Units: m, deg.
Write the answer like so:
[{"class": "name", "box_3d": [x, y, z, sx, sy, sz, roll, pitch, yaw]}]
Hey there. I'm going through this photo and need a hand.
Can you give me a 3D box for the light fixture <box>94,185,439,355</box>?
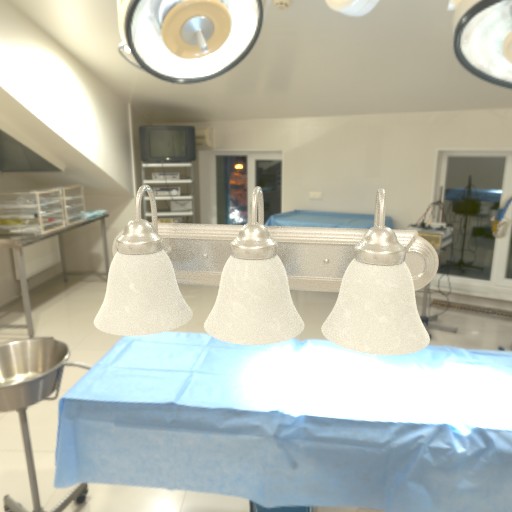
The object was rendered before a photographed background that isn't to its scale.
[{"class": "light fixture", "box_3d": [0.000, 0.000, 0.722, 0.610, 0.222, 0.199, 2, 14, 10]}]
